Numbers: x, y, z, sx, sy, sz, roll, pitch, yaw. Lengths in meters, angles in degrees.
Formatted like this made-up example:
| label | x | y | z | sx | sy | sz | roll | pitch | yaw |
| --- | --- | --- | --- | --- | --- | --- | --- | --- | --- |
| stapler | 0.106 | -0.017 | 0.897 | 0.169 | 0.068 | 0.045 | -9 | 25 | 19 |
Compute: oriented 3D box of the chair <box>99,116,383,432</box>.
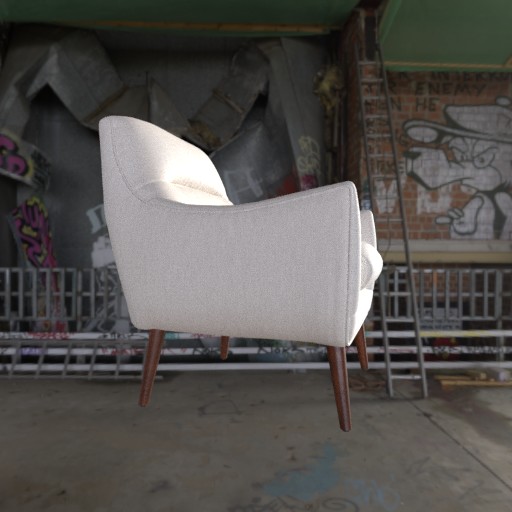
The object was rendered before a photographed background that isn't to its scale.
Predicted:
| label | x | y | z | sx | sy | sz | roll | pitch | yaw |
| --- | --- | --- | --- | --- | --- | --- | --- | --- | --- |
| chair | 0.000 | 0.000 | 1.445 | 0.787 | 0.838 | 0.762 | 0 | 0 | 18 |
